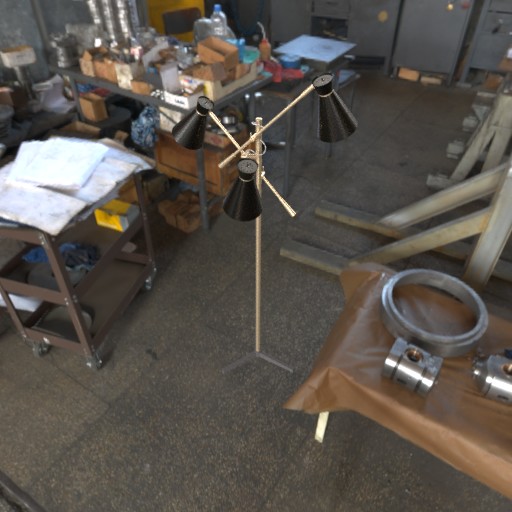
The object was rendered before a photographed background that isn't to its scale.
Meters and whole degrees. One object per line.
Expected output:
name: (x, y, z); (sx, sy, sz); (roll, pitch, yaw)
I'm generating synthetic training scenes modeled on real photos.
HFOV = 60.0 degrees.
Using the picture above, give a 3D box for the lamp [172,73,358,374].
lamp: (0.000, 0.000, 2.175); (0.750, 1.804, 0.653); (-1, 41, -1)
